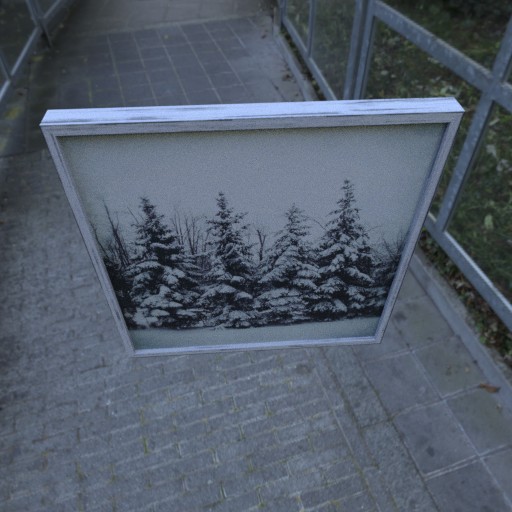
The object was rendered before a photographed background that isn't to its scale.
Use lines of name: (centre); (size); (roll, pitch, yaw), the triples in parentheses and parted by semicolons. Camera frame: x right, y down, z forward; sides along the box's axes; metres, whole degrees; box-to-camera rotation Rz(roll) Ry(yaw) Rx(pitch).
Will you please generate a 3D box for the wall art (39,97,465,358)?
wall art: (0.000, 0.000, 0.719); (0.506, 0.506, 0.038); (-3, 46, -3)
